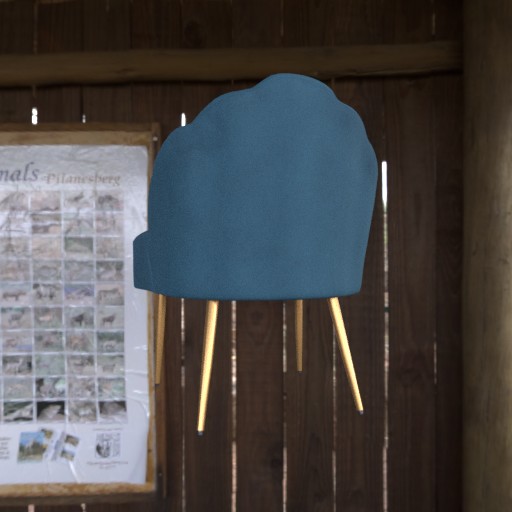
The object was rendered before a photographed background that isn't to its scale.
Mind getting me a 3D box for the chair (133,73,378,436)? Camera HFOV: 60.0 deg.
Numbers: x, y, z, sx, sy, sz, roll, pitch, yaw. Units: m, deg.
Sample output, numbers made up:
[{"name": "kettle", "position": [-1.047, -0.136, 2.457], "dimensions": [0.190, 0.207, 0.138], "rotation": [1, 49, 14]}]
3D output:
[{"name": "chair", "position": [0.000, 0.000, 1.275], "dimensions": [0.657, 0.819, 0.599], "rotation": [0, -1, -20]}]
